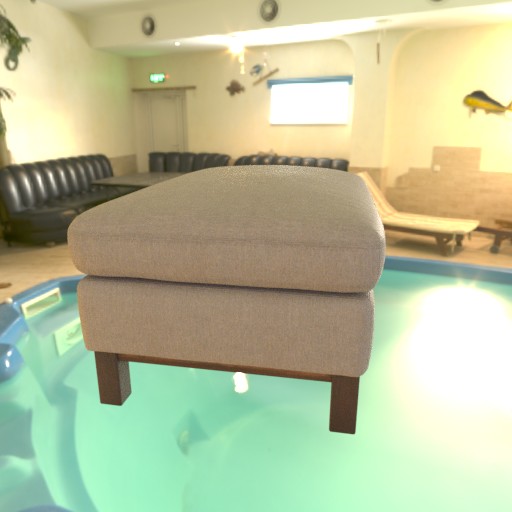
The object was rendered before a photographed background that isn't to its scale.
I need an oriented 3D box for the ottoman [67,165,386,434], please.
[{"bbox_3d":[0.000,0.000,1.042,0.528,0.404,0.735,3,17,10],"label":"ottoman"}]
